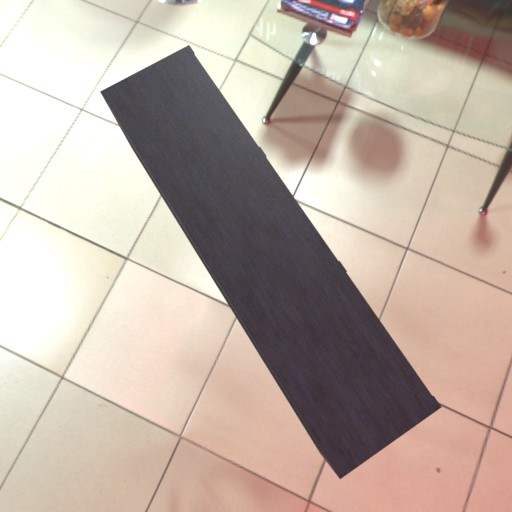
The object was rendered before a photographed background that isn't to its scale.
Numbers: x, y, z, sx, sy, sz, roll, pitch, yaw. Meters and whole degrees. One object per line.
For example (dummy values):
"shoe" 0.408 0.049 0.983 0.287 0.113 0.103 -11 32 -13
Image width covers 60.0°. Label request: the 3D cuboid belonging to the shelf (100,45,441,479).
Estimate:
"shelf" 0.000 0.000 2.166 0.471 0.715 1.878 -31 78 -8
